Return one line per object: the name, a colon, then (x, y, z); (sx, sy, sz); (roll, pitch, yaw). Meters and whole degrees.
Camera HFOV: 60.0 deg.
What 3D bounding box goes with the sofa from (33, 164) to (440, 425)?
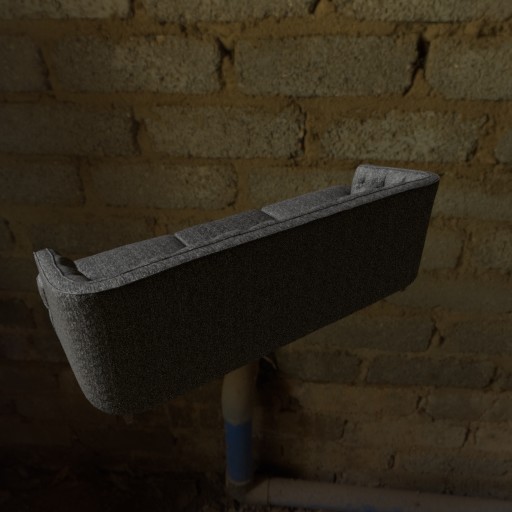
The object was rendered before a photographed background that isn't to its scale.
sofa: (0.000, 0.000, 2.623); (2.278, 0.855, 0.941); (-19, 36, -28)
